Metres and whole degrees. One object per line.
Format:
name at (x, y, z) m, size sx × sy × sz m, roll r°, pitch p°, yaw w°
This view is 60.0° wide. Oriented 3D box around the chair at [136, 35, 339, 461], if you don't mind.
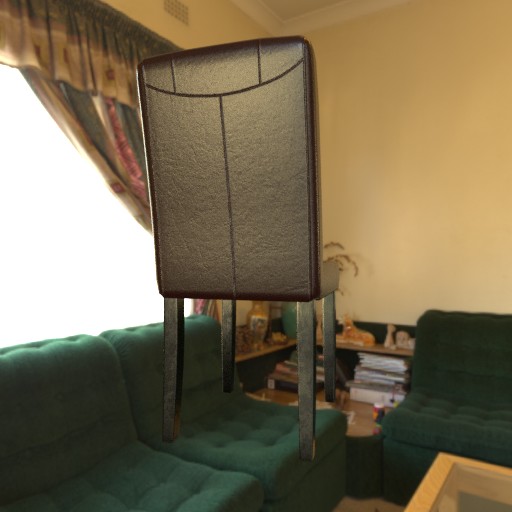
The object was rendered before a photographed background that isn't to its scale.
chair at (0.000, 0.000, 1.189) m, size 0.399 × 0.897 × 0.556 m, roll 0°, pitch 0°, yaw 17°
